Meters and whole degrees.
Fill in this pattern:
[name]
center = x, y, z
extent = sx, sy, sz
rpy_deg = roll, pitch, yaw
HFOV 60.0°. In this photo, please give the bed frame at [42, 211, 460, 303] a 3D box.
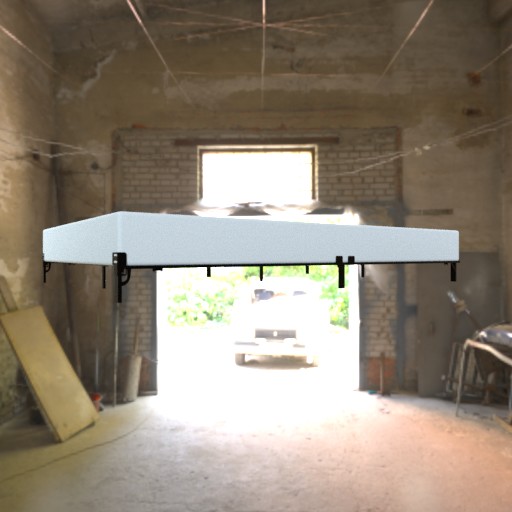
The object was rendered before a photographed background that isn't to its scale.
[bed frame]
center = 0.000, 0.000, 3.760
extent = 2.987, 0.440, 1.930
rpy_deg = 0, 0, -35
